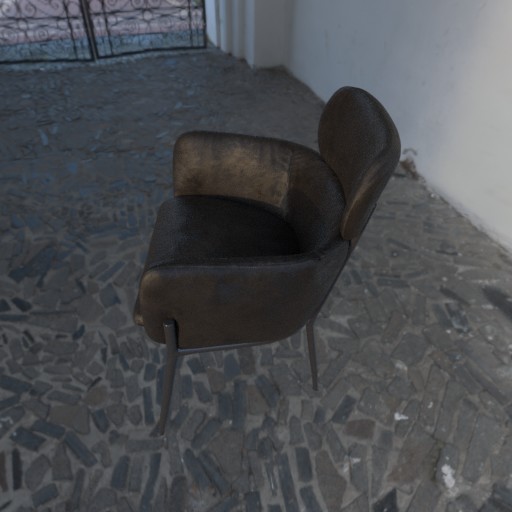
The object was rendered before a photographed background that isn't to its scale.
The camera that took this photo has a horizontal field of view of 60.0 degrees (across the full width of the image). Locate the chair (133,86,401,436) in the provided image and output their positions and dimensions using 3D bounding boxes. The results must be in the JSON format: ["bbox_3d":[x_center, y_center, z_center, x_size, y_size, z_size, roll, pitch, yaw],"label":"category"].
[{"bbox_3d":[0.000,0.000,1.235,0.604,0.818,0.640,-1,41,-1],"label":"chair"}]
